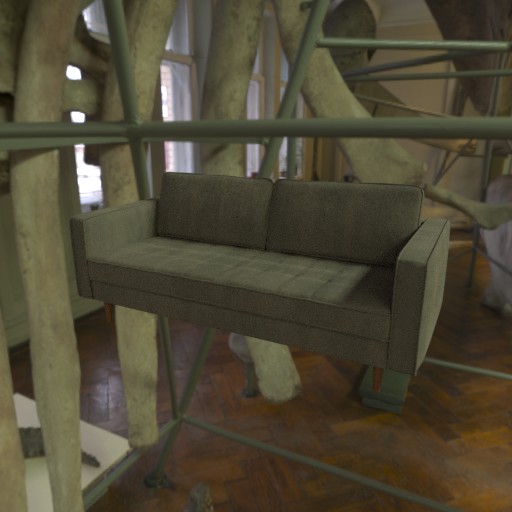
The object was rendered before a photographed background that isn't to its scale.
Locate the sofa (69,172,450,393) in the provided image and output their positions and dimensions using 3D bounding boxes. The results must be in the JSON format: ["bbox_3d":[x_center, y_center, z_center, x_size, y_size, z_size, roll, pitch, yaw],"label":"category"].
[{"bbox_3d":[0.000,0.000,2.471,1.920,0.825,0.924,8,18,27],"label":"sofa"}]
